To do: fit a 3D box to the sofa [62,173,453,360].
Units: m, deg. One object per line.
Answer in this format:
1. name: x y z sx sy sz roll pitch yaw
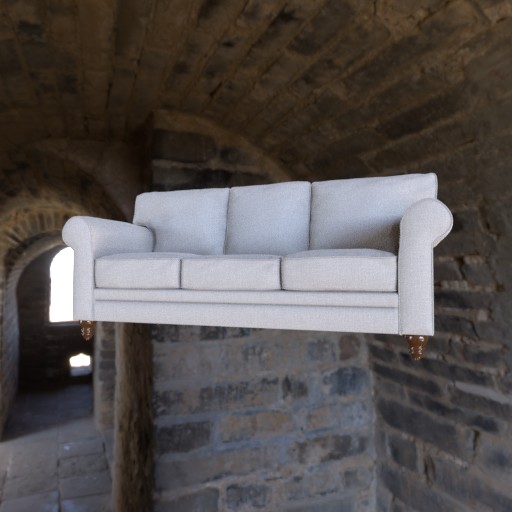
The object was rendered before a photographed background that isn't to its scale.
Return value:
1. sofa: 0.000 0.000 2.607 2.084 0.961 0.916 -1 -2 19
